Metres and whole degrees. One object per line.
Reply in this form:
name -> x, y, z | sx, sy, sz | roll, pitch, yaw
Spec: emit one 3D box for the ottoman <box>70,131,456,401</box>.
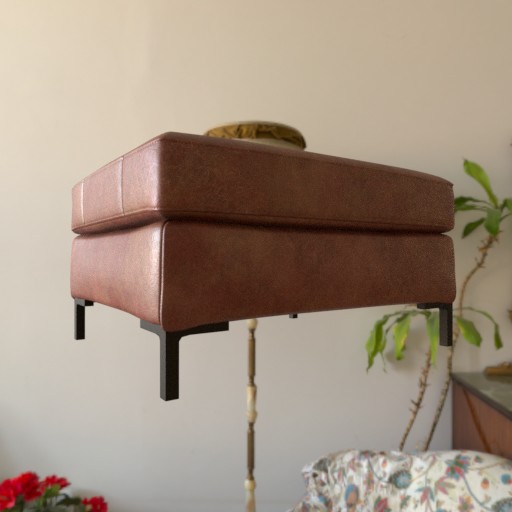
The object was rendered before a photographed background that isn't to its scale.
ottoman -> 0.000, 0.000, 1.714 | 1.186, 0.667, 0.965 | 0, 0, -34
